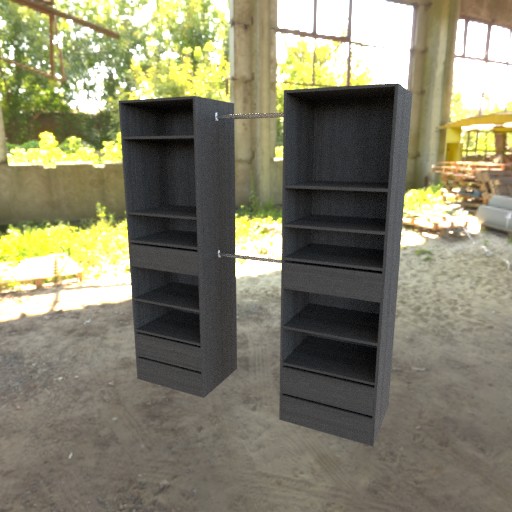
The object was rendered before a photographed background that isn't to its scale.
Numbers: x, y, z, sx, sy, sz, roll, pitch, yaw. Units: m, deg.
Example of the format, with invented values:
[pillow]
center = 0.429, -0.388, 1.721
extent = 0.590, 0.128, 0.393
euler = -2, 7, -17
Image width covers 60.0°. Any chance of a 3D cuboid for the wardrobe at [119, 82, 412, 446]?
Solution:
[wardrobe]
center = 0.000, 0.000, 2.953
extent = 1.770, 2.000, 0.480
euler = 7, 15, 26
